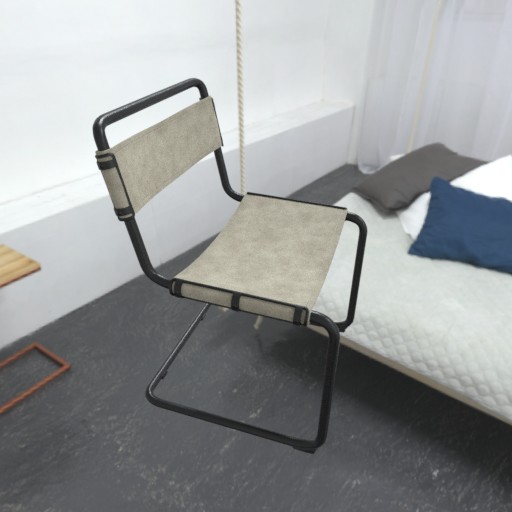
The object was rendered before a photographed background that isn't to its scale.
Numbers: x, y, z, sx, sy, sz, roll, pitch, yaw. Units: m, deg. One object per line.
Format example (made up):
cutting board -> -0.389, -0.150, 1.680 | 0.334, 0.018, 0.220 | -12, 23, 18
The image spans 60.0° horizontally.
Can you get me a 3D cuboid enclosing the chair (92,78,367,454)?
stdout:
chair -> 0.000, 0.000, 1.106 | 0.497, 0.747, 0.499 | 10, 33, 16
